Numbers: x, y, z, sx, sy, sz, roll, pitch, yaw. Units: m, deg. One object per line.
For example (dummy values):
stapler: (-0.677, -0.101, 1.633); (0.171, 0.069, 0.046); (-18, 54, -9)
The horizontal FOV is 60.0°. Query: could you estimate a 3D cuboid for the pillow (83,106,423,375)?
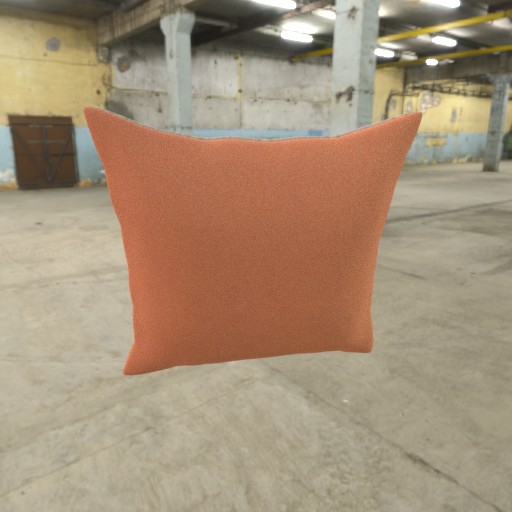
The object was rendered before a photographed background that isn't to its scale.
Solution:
pillow: (0.000, 0.000, 0.692); (0.453, 0.430, 0.200); (-2, 14, -9)
